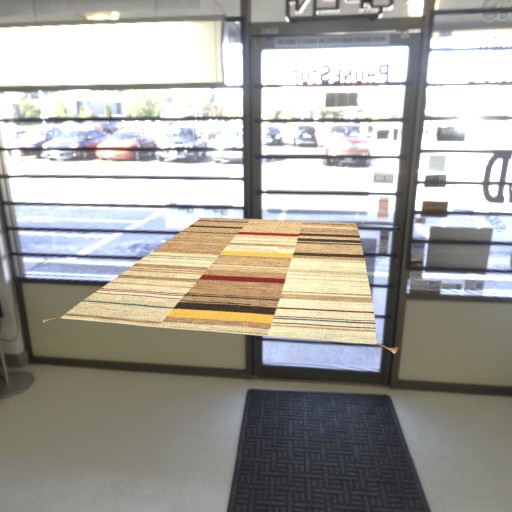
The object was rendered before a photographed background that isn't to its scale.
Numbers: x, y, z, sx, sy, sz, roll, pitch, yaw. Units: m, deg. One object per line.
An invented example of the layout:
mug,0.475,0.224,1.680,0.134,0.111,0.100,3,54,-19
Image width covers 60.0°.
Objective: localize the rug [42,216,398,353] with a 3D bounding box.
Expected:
rug,0.000,0.000,2.390,1.268,0.007,1.918,3,17,10
